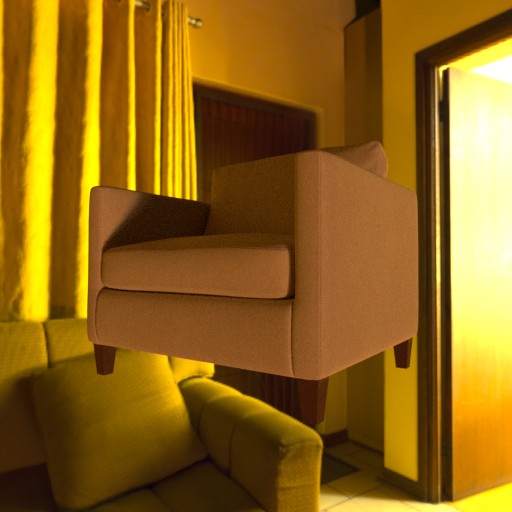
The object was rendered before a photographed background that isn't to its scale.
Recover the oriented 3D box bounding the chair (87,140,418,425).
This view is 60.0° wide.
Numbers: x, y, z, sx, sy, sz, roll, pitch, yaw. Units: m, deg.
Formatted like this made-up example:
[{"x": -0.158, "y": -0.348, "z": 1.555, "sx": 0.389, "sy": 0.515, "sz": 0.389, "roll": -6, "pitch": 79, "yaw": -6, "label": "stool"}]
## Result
[{"x": 0.000, "y": 0.000, "z": 1.868, "sx": 1.107, "sy": 0.961, "sz": 0.959, "roll": -1, "pitch": -1, "yaw": 35, "label": "chair"}]
